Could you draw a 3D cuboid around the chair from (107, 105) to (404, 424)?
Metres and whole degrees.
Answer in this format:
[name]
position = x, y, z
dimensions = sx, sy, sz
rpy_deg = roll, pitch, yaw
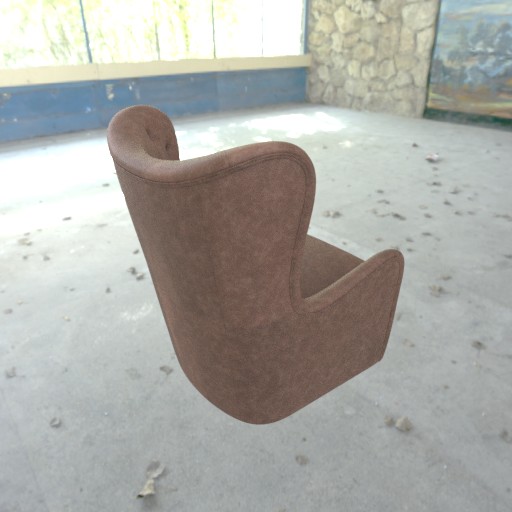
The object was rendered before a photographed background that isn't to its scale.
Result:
[chair]
position = 0.000, 0.000, 1.724
dimensions = 0.930, 1.079, 0.831
rpy_deg = -19, 33, -33
